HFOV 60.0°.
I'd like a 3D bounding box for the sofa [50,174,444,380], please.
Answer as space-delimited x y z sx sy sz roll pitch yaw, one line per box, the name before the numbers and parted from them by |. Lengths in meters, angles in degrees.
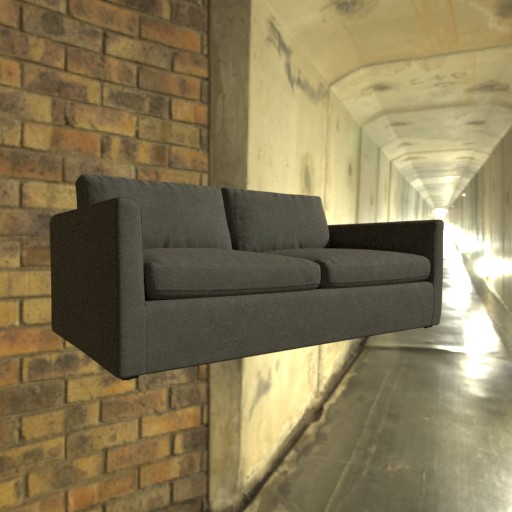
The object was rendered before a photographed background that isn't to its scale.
sofa | 0.000 0.000 2.443 1.909 0.845 1.091 -1 1 -36
